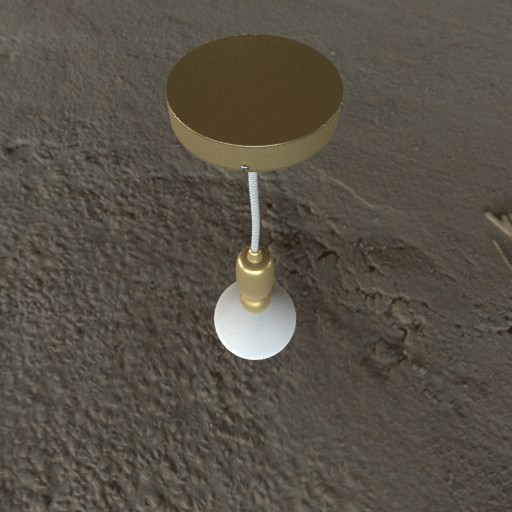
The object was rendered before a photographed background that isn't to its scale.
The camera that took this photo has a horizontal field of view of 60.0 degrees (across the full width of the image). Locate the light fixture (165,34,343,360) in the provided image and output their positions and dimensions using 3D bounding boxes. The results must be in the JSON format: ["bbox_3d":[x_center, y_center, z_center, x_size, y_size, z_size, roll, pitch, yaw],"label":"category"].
[{"bbox_3d":[0.000,0.000,0.572,0.146,0.510,0.147,-1,57,-1],"label":"light fixture"}]
